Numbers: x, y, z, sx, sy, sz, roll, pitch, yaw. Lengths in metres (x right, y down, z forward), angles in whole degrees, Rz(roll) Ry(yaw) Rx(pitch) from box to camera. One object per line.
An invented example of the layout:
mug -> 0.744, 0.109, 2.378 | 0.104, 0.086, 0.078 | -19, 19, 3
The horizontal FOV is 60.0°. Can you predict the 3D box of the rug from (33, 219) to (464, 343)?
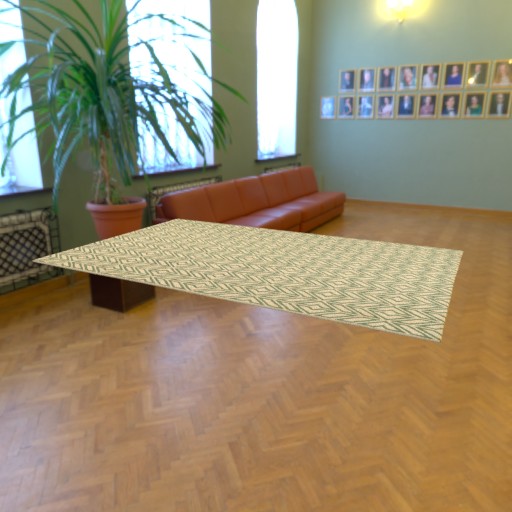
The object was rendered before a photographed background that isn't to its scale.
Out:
rug -> 0.000, 0.000, 2.942 | 2.435, 0.011, 1.517 | 8, 18, 26
